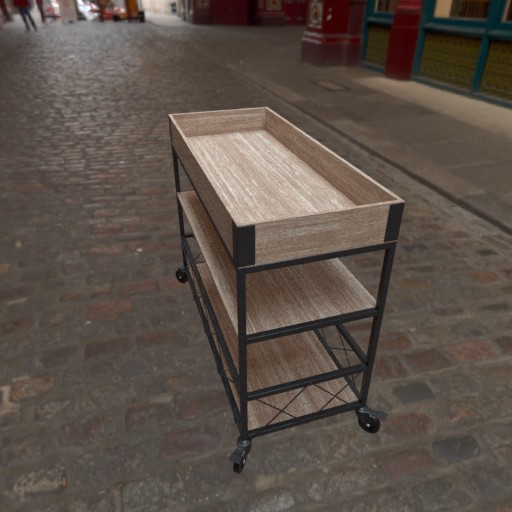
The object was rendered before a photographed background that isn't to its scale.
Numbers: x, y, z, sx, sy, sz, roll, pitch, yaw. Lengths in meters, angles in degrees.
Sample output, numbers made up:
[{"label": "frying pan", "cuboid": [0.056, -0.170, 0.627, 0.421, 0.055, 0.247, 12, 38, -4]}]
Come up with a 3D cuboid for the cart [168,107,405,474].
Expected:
[{"label": "cart", "cuboid": [0.000, 0.000, 1.561, 0.500, 0.787, 1.101, -10, 33, -15]}]
